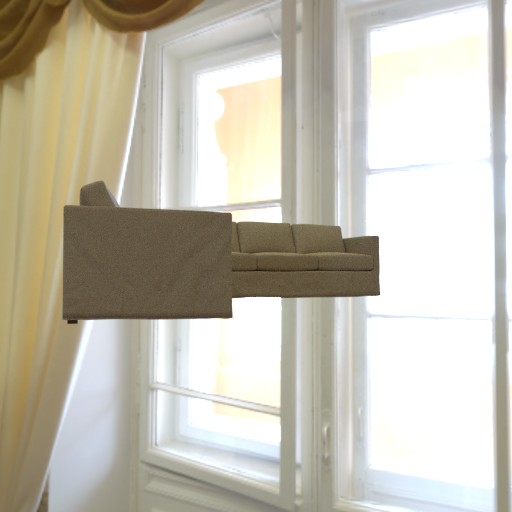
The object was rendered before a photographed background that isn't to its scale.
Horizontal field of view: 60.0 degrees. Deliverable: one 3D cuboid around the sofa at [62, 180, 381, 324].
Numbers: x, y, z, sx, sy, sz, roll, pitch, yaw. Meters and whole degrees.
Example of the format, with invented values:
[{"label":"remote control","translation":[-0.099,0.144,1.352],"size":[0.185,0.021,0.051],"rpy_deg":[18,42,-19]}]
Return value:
[{"label":"sofa","translation":[0.000,0.000,4.181],"size":[3.182,0.871,2.432],"rpy_deg":[0,-1,-19]}]
